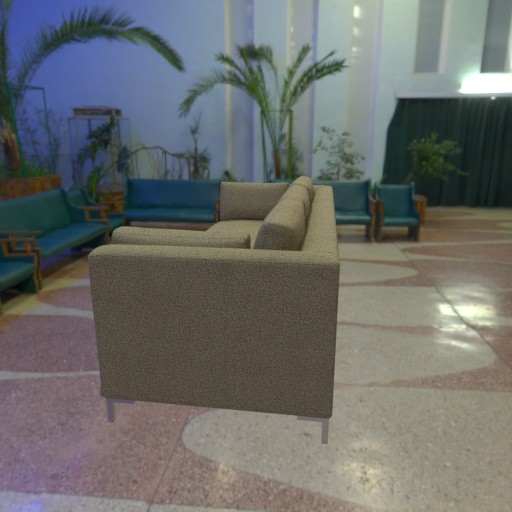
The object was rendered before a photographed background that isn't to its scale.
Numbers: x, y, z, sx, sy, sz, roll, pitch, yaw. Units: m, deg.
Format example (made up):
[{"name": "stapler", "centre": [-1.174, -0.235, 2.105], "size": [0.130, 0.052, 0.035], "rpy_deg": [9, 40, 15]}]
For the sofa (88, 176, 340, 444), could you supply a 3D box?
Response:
[{"name": "sofa", "centre": [0.000, 0.000, 2.847], "size": [0.969, 0.867, 2.415], "rpy_deg": [2, 15, 9]}]
